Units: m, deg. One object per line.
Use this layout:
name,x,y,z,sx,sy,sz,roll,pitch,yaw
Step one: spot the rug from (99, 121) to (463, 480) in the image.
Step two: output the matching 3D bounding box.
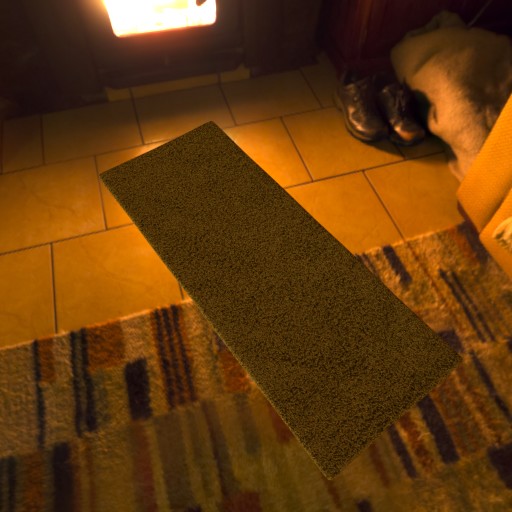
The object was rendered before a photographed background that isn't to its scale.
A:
rug,0.000,0.000,1.730,0.609,0.030,1.524,-32,62,-20
